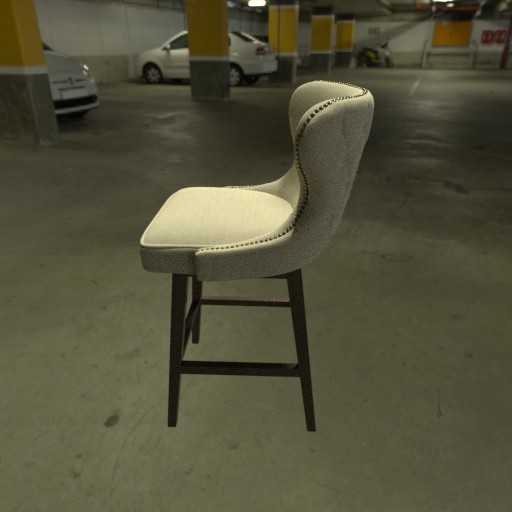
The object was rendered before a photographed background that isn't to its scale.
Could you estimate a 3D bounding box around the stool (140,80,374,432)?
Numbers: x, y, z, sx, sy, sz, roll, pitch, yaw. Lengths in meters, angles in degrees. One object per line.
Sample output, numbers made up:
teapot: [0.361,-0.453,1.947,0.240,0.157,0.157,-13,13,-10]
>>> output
stool: [0.000,0.000,1.358,0.597,0.972,0.615,1,25,2]
